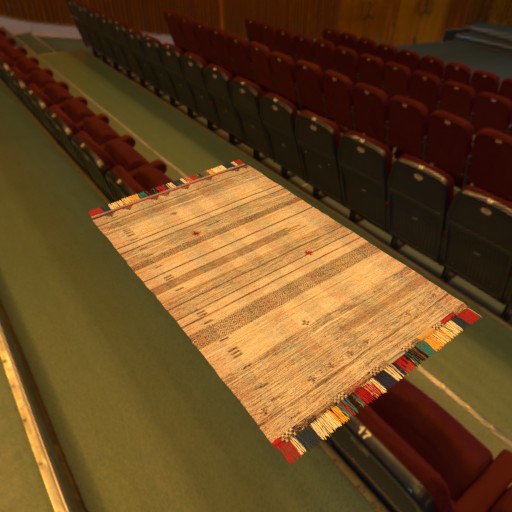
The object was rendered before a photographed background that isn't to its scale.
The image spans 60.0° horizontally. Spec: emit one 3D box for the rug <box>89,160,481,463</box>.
[{"bbox_3d":[0.000,0.000,2.987,1.465,0.012,2.465,-25,45,-28],"label":"rug"}]
